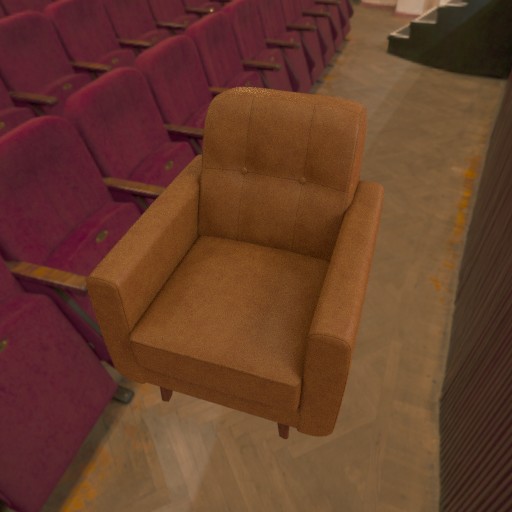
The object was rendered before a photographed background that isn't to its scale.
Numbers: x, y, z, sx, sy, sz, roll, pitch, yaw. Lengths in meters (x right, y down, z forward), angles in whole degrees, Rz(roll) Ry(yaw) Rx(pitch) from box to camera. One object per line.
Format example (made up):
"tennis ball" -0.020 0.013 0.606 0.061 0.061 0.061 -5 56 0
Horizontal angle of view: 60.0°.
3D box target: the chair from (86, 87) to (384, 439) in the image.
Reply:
"chair" 0.000 0.000 1.684 0.845 0.968 0.942 12 41 14
